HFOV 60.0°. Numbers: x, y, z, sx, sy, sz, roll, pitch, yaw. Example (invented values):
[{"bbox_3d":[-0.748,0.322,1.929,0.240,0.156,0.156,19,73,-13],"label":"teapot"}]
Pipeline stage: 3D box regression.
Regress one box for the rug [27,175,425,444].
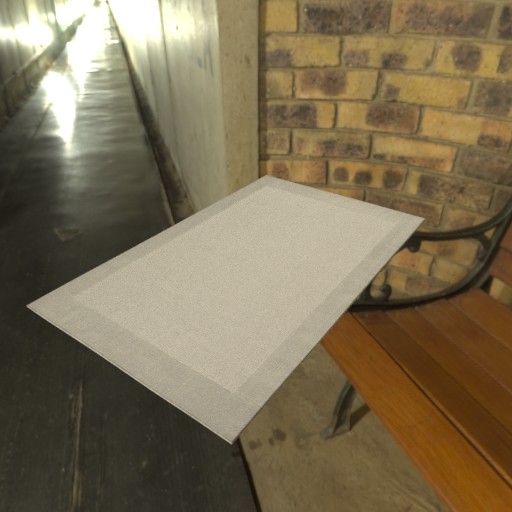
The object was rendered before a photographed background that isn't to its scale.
[{"bbox_3d":[0.000,0.000,3.023,1.524,0.014,2.438,21,38,30],"label":"rug"}]
